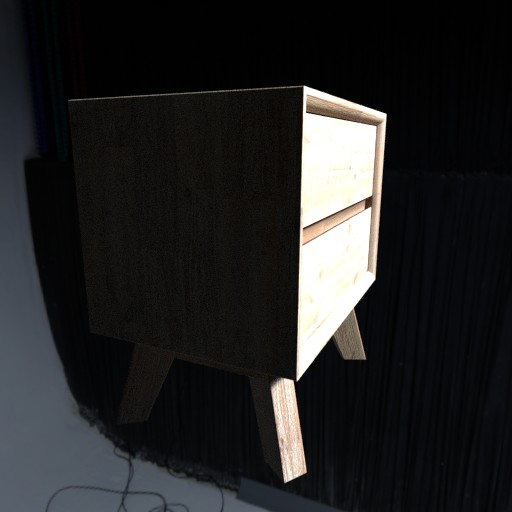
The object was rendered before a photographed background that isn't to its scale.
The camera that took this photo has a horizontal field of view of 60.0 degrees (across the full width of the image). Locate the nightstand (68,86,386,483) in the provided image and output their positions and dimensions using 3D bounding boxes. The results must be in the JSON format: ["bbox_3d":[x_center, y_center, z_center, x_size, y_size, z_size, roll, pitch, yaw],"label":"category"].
[{"bbox_3d":[0.000,0.000,0.930,0.396,0.589,0.552,7,15,25],"label":"nightstand"}]
